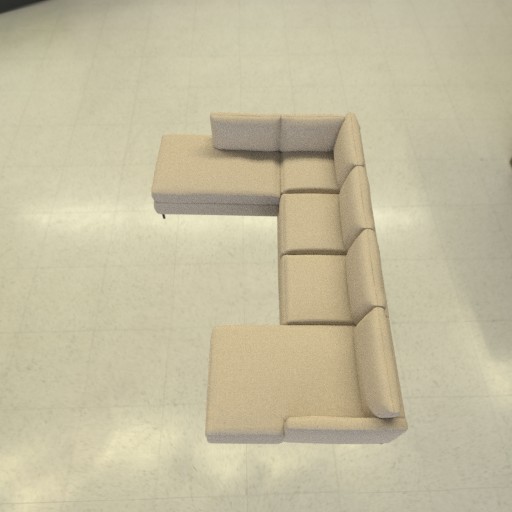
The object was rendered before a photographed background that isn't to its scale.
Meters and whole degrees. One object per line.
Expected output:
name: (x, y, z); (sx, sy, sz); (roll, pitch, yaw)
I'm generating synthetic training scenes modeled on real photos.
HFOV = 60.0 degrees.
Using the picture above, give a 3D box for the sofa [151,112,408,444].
sofa: (0.000, 0.000, 3.529); (1.879, 0.756, 2.737); (1, 58, 1)
